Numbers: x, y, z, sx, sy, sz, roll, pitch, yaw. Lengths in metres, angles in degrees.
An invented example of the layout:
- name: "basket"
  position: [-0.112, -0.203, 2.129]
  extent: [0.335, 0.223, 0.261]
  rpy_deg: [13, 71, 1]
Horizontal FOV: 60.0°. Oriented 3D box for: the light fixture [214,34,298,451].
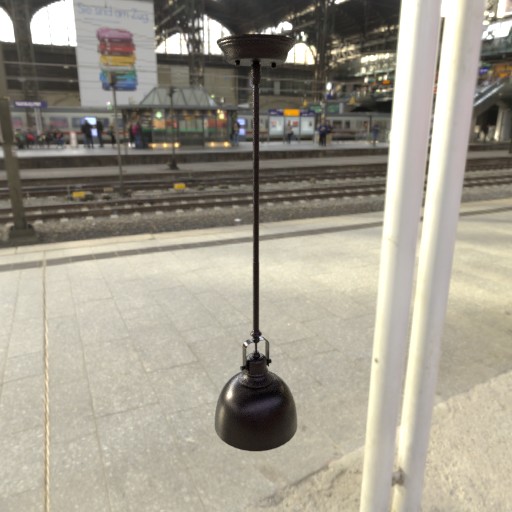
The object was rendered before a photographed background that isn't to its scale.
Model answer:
- name: "light fixture"
  position: [0.000, 0.000, 0.870]
  extent: [0.182, 0.768, 0.182]
  rpy_deg: [-8, 18, -26]
